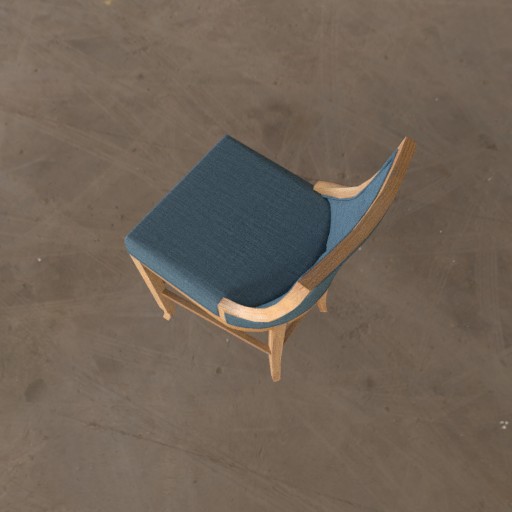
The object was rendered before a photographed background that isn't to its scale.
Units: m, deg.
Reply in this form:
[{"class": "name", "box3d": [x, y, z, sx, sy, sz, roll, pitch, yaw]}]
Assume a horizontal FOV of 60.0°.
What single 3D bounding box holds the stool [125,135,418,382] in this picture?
[{"class": "stool", "box3d": [0.000, 0.000, 1.462, 0.626, 1.101, 0.524, 33, 68, 15]}]
